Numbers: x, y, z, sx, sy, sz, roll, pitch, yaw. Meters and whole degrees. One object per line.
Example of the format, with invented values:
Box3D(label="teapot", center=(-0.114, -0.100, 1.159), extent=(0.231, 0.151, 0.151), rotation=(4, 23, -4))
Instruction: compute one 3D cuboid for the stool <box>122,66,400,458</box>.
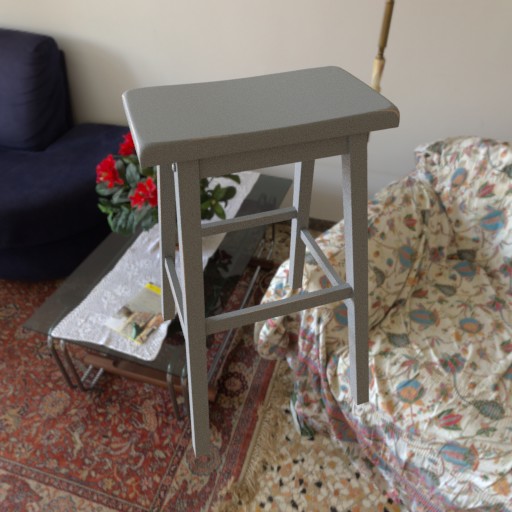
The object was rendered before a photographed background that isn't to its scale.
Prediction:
Box3D(label="stool", center=(0.000, 0.000, 1.024), extent=(0.457, 0.737, 0.476), rotation=(-12, 42, -14))
